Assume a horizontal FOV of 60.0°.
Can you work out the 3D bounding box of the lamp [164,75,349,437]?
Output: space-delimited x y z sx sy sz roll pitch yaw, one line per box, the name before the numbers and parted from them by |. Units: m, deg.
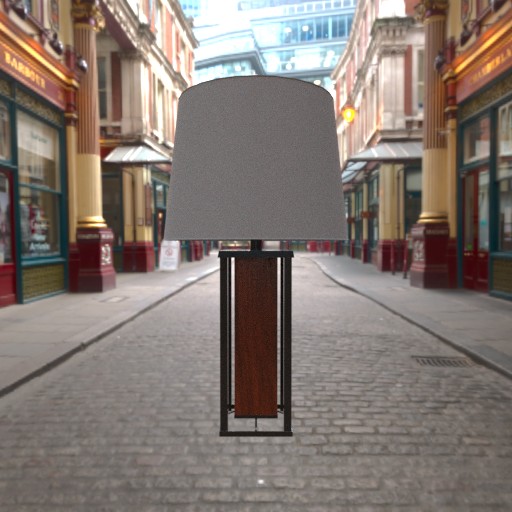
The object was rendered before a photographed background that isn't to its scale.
lamp | 0.000 0.000 0.783 0.320 0.591 0.320 0 1 0
